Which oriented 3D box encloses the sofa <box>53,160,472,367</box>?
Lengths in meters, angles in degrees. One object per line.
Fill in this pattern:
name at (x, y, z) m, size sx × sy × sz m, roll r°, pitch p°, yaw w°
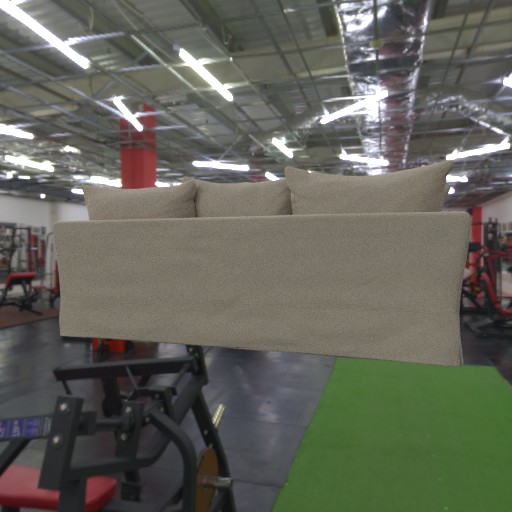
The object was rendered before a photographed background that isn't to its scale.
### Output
sofa at (0.000, 0.000, 2.961) m, size 2.499 × 1.047 × 1.046 m, roll 0°, pitch 1°, yaw 19°
